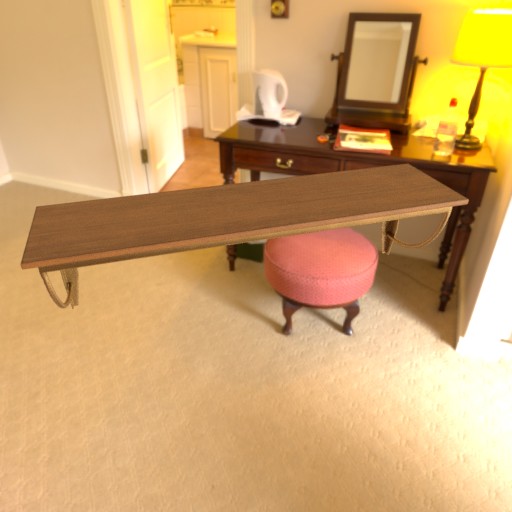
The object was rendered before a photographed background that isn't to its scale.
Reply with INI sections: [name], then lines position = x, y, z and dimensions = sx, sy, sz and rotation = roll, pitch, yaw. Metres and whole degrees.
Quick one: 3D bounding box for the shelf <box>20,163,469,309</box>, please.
[shelf]
position = 0.000, 0.000, 0.722
dimensions = 0.636, 0.190, 0.166
rotation = -9, 33, -14
